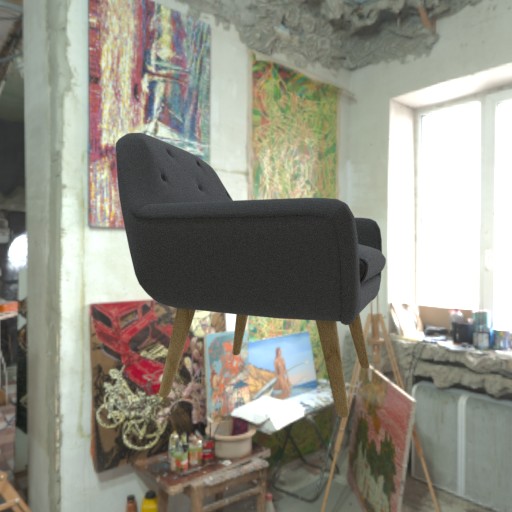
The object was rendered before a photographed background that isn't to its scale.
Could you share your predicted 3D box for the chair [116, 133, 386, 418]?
[{"bbox_3d":[0.000,0.000,1.447,0.779,0.800,0.770,0,1,20],"label":"chair"}]
